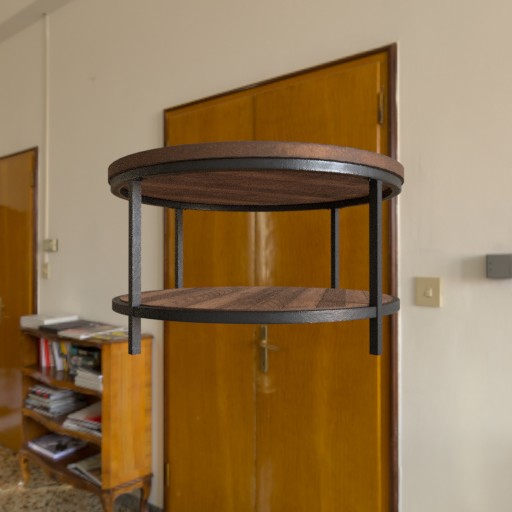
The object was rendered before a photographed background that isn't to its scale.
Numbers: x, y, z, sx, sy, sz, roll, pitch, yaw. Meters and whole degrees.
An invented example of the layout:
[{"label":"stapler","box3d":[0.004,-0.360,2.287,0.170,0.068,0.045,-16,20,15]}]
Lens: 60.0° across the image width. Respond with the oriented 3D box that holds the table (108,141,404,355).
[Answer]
[{"label":"table","box3d":[0.000,0.000,1.318,0.837,0.462,0.837,0,0,0]}]
